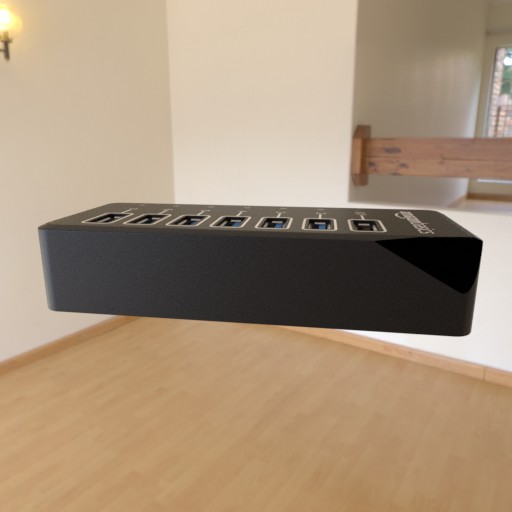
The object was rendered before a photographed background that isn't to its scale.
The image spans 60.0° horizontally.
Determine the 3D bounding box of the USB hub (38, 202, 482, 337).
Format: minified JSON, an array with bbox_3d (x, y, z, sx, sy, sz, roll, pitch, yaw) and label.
[{"bbox_3d":[0.000,0.000,0.128,0.110,0.023,0.044,2,15,9],"label":"USB hub"}]
